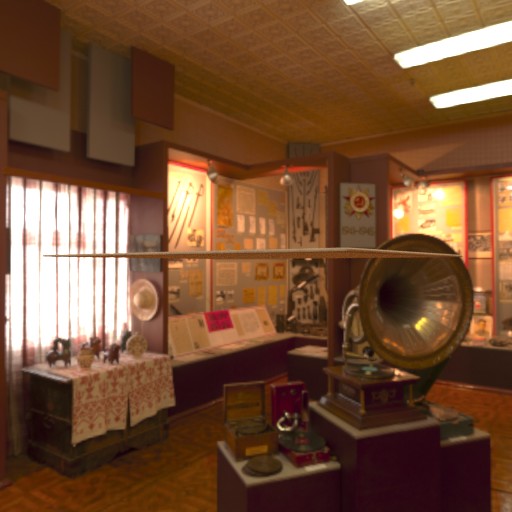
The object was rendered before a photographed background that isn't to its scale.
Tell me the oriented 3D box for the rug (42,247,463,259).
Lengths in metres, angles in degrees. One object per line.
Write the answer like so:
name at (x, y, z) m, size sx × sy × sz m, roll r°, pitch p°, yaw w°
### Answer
rug at (0.000, 0.000, 4.028) m, size 2.976 × 0.018 × 2.430 m, roll -1°, pitch -1°, yaw 37°
